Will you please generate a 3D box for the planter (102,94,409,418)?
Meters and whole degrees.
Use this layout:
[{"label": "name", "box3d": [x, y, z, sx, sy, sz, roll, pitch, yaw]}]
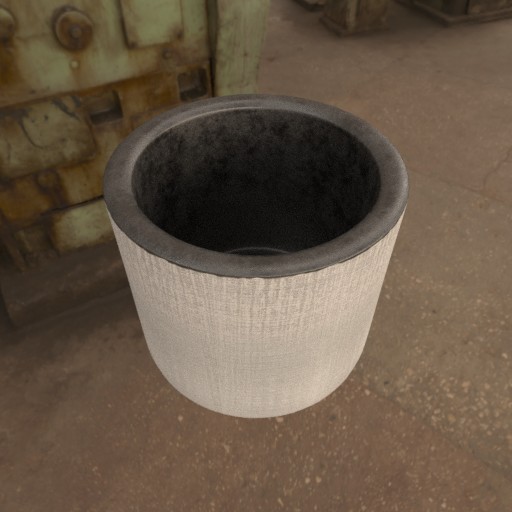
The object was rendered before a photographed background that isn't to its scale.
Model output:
[{"label": "planter", "box3d": [0.000, 0.000, 0.222, 0.125, 0.112, 0.125, 0, 46, 0]}]
